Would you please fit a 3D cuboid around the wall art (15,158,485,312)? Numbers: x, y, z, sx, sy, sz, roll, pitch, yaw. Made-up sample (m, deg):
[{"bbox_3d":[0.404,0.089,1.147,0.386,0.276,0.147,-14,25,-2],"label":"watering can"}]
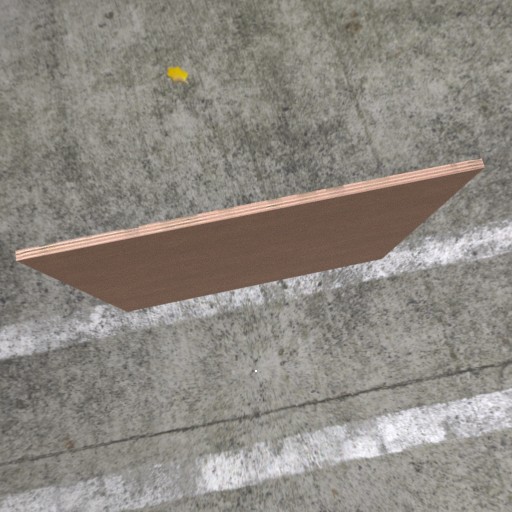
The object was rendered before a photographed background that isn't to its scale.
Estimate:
[{"bbox_3d":[0.000,0.000,0.669,0.508,0.408,0.012,-12,76,-3],"label":"wall art"}]
